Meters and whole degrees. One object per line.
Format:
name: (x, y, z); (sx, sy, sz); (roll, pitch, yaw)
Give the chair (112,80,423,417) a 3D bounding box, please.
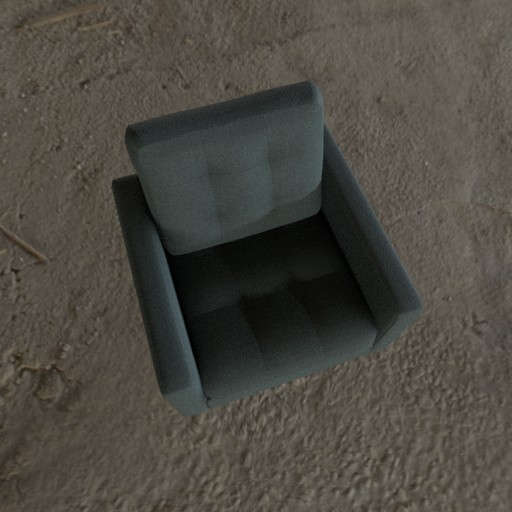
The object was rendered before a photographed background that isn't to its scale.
chair: (0.000, 0.000, 1.554); (0.821, 0.880, 0.843); (-17, 65, -8)
